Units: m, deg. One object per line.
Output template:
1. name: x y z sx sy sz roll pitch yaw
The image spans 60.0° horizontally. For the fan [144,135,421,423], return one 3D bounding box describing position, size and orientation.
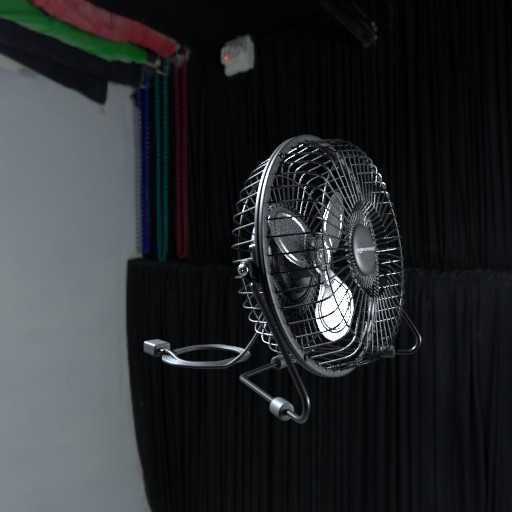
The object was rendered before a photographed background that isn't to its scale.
1. fan: 0.000 0.000 0.385 0.227 0.188 0.209 1 2 36
